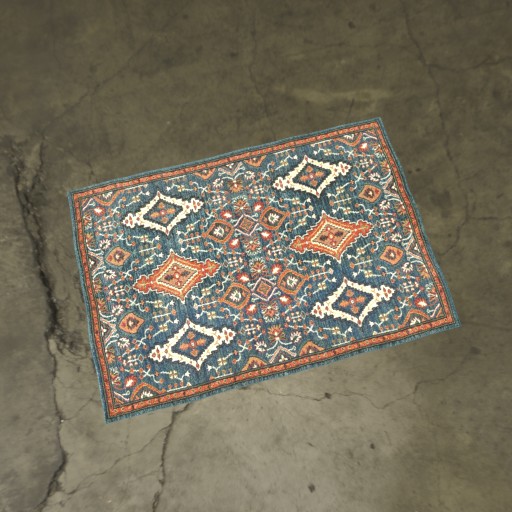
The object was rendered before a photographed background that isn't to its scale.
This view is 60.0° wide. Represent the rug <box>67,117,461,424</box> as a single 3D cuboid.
[{"bbox_3d":[0.000,0.000,3.020,2.373,0.009,1.622,-14,75,-4],"label":"rug"}]
